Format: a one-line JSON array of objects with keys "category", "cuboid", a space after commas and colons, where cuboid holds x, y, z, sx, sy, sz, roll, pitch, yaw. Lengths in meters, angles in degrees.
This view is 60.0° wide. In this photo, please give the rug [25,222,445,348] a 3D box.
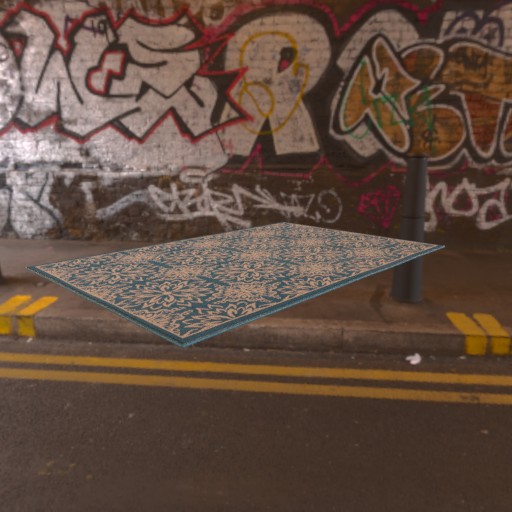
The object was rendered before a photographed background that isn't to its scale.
[{"category": "rug", "cuboid": [0.000, 0.000, 2.286, 1.211, 0.012, 1.833, 13, 19, 43]}]
